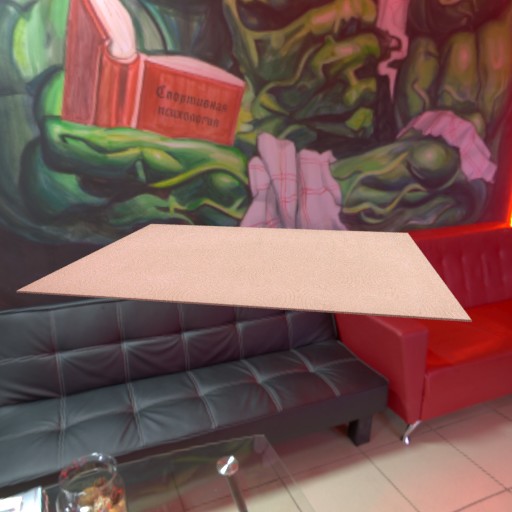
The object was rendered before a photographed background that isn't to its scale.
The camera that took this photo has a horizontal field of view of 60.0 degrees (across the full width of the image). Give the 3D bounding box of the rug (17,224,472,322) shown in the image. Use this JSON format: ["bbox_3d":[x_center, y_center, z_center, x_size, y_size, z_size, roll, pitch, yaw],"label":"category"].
[{"bbox_3d":[0.000,0.000,3.447,2.584,0.011,2.073,3,16,9],"label":"rug"}]
